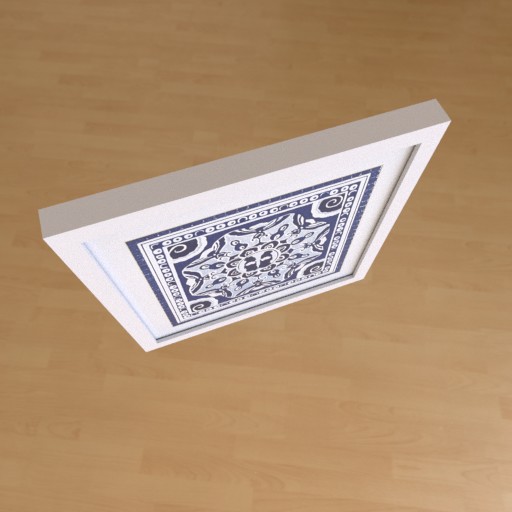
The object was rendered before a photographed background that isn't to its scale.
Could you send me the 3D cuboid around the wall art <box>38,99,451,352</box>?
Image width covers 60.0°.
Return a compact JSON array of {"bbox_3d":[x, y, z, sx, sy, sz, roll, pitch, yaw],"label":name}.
[{"bbox_3d":[0.000,0.000,0.529,0.355,0.355,0.027,-18,65,-8],"label":"wall art"}]
